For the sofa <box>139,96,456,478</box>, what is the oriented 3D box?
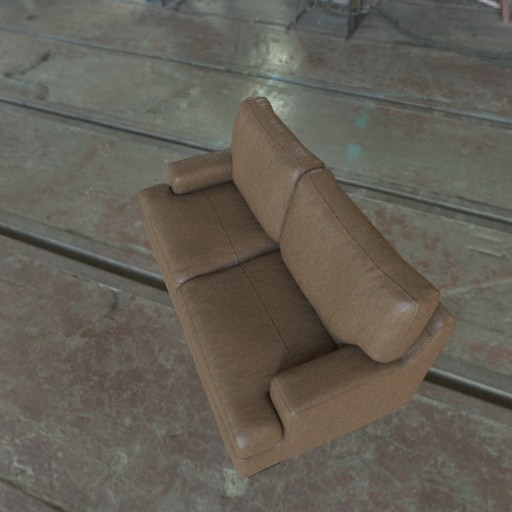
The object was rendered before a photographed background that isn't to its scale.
[{"bbox_3d":[0.000,0.000,2.419,0.962,0.980,1.855,-17,50,-15],"label":"sofa"}]
